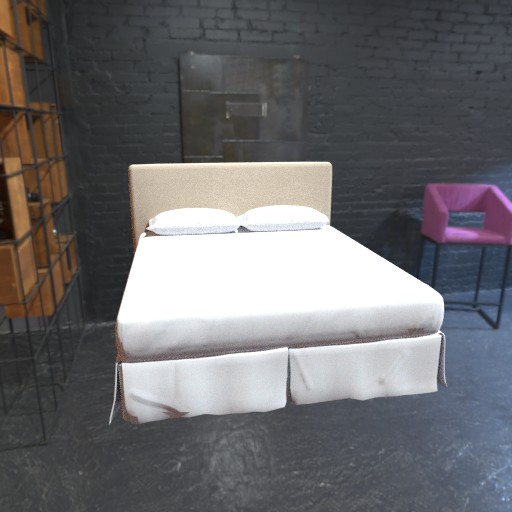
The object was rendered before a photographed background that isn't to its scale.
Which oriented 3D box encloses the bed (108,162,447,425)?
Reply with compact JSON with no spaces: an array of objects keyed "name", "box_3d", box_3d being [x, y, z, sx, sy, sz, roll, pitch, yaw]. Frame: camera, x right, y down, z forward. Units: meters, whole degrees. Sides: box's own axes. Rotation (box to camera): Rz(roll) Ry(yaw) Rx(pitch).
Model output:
[{"name":"bed","box_3d":[0.000,0.000,3.573,2.119,1.317,2.319,-3,16,-10]}]
